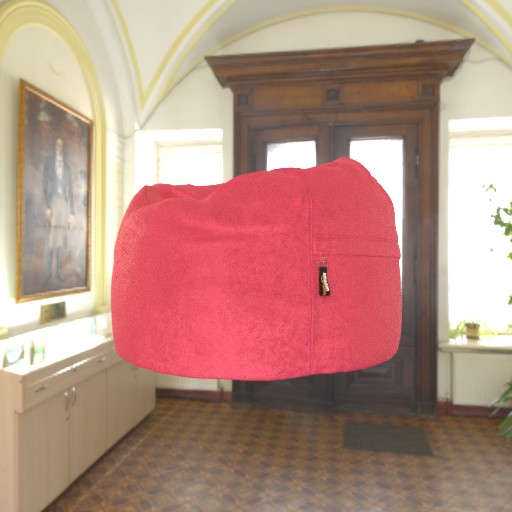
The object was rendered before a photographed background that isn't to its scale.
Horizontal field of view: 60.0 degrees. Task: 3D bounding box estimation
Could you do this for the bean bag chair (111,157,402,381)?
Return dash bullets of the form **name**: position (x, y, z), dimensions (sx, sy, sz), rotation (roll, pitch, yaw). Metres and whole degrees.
- **bean bag chair**: position (0.000, 0.000, 1.951), dimensions (1.218, 0.788, 1.218), rotation (0, 0, 0)
